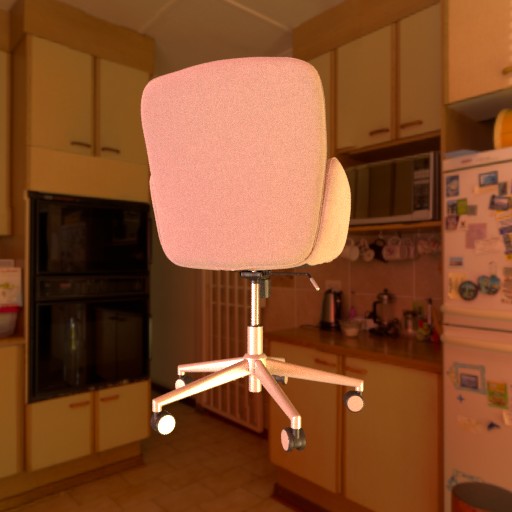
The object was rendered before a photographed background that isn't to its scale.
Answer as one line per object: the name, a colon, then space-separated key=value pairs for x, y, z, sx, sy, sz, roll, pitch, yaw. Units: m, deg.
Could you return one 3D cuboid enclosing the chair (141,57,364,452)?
chair: x=0.000 y=0.000 z=1.390 sx=0.648 sy=0.959 sz=0.654 roll=0 pitch=-1 yaw=18
